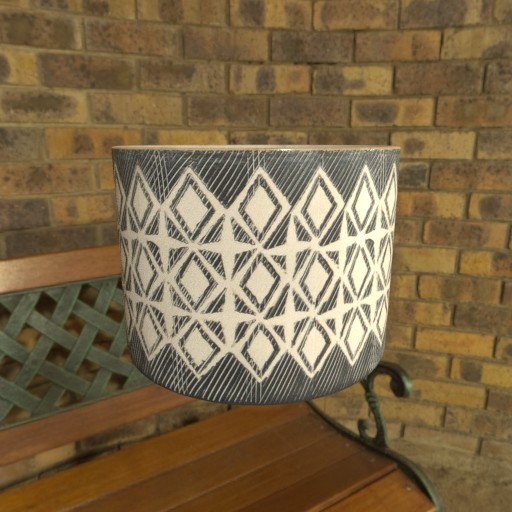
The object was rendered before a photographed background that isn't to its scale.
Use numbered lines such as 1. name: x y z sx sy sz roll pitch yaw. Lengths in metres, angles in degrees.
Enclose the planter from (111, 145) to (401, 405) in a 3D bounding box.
1. planter: 0.000 0.000 0.216 0.126 0.104 0.126 0 15 0
